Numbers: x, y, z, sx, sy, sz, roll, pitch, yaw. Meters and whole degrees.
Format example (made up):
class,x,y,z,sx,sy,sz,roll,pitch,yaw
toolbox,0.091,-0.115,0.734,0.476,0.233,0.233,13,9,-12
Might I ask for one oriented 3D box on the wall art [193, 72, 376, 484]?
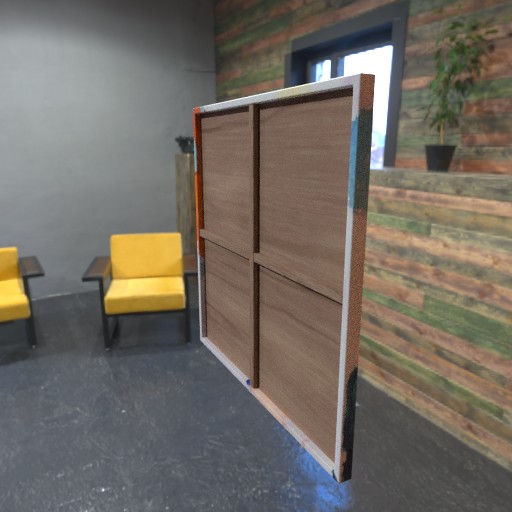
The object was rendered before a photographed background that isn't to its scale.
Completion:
class,x,y,z,sx,sy,sz,roll,pitch,yaw
wall art,0.000,0.000,1.494,0.044,1.017,1.017,-7,16,-27
